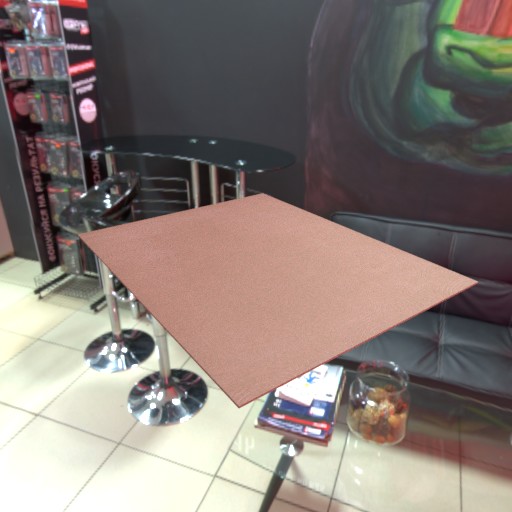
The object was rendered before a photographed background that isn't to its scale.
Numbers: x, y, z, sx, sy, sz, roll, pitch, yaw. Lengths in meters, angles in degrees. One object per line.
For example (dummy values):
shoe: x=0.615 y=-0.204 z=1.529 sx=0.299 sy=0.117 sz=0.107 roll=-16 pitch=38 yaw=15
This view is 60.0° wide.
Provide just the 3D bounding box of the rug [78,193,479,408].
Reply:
rug: x=0.000 y=0.000 z=3.570 sx=2.073 sy=0.011 sz=2.584 roll=-17 pitch=31 yaw=-32
